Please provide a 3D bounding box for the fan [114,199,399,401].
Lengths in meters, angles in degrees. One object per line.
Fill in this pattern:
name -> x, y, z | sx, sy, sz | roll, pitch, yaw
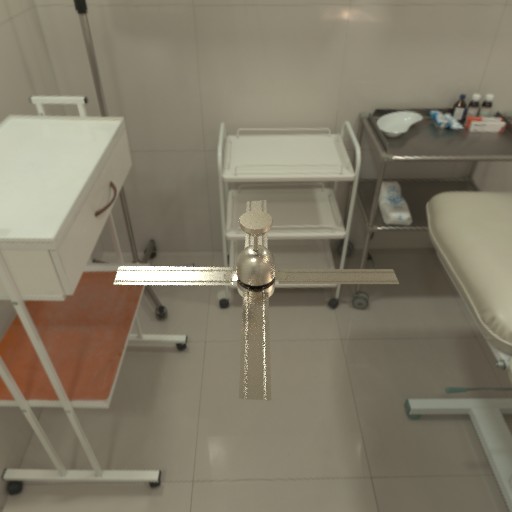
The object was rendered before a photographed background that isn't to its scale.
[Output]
fan -> 0.000, 0.000, 2.049 | 1.346, 0.406, 1.346 | -1, 39, -1
